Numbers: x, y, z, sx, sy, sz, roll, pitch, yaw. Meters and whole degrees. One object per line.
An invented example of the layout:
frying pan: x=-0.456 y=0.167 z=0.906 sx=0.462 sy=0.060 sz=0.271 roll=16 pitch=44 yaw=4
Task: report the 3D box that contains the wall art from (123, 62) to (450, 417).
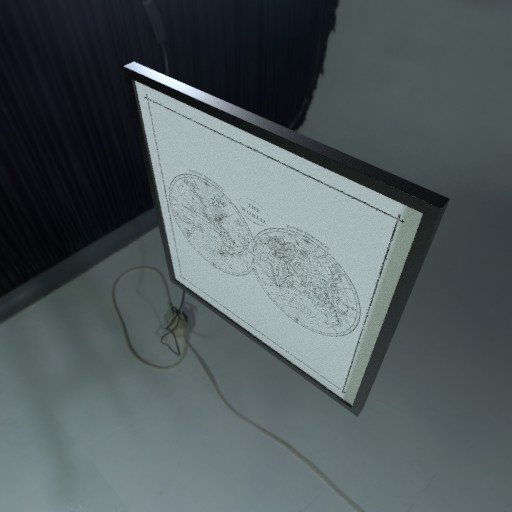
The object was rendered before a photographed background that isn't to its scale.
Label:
wall art: x=0.000 y=0.000 z=1.144 sx=0.773 sy=0.775 sz=0.031 roll=32 pitch=55 yaw=26
